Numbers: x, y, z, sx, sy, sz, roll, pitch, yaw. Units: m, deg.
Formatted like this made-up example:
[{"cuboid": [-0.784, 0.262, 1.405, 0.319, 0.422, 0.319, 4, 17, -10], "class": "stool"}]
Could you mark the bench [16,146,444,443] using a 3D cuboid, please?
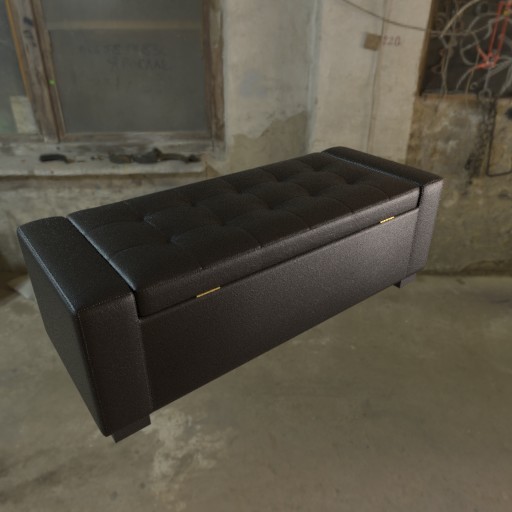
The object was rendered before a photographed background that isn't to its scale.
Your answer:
[{"cuboid": [0.000, 0.000, 1.488, 1.296, 0.445, 0.508, -21, 36, -32], "class": "bench"}]
